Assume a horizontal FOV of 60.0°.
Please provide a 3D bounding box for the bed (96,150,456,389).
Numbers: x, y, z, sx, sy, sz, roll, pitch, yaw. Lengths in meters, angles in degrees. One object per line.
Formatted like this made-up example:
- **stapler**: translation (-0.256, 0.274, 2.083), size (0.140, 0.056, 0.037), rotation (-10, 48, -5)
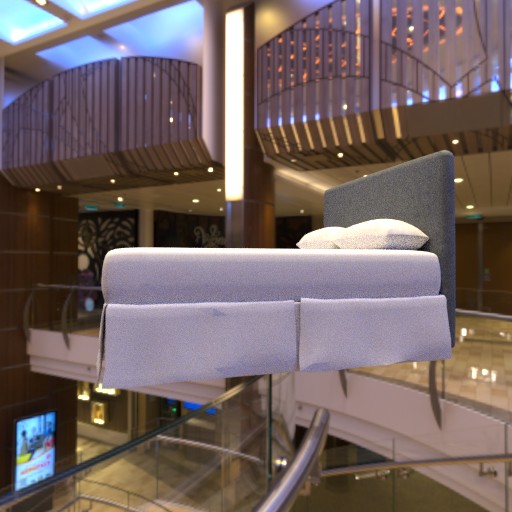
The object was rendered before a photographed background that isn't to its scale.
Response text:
- **bed**: translation (0.000, 0.000, 3.195), size (2.142, 1.330, 1.723), rotation (0, -1, -18)
